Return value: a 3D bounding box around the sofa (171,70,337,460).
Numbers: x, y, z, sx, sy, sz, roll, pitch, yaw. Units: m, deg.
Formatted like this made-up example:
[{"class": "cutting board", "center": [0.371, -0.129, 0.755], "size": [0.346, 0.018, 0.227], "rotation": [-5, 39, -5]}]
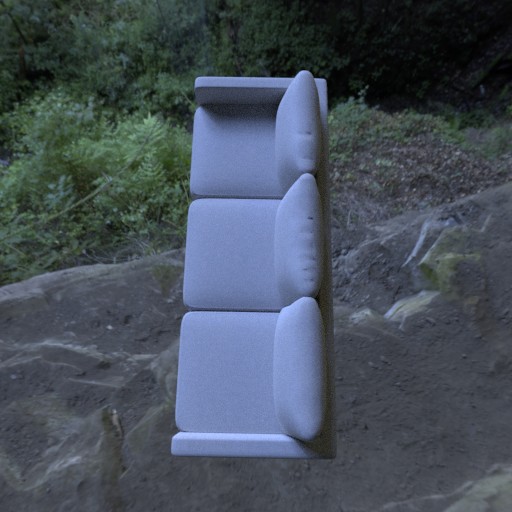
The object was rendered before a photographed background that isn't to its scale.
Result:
[{"class": "sofa", "center": [0.000, 0.000, 2.711], "size": [0.859, 0.874, 2.218], "rotation": [1, 75, 0]}]
